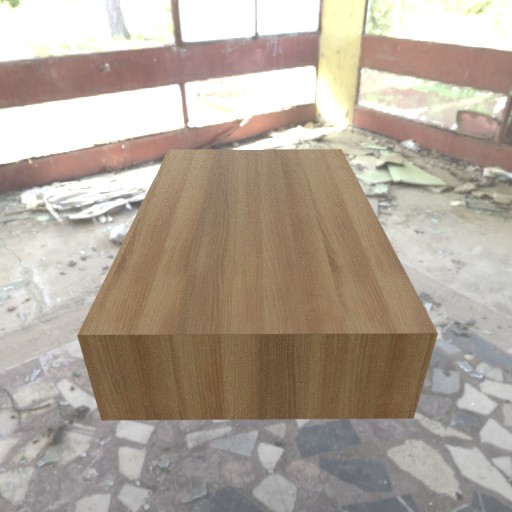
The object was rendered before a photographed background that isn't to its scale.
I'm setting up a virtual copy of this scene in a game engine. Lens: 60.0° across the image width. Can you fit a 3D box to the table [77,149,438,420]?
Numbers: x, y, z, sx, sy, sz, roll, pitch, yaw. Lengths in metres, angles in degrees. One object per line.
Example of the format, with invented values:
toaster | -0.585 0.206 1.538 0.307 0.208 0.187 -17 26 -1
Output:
table | 0.000 0.000 1.413 0.700 0.330 1.100 0 32 0
